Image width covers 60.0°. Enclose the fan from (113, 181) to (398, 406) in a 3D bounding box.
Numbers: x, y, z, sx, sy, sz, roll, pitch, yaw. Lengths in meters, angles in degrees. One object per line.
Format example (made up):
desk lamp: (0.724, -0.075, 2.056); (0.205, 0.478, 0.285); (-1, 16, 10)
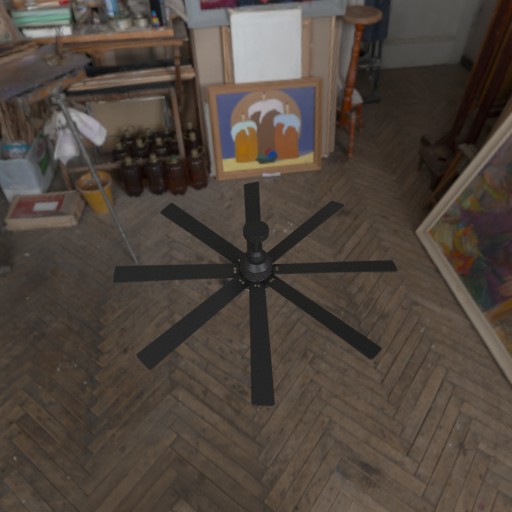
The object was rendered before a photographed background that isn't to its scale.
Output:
fan: (0.000, 0.000, 2.784); (1.830, 0.472, 1.830); (34, 56, 28)
